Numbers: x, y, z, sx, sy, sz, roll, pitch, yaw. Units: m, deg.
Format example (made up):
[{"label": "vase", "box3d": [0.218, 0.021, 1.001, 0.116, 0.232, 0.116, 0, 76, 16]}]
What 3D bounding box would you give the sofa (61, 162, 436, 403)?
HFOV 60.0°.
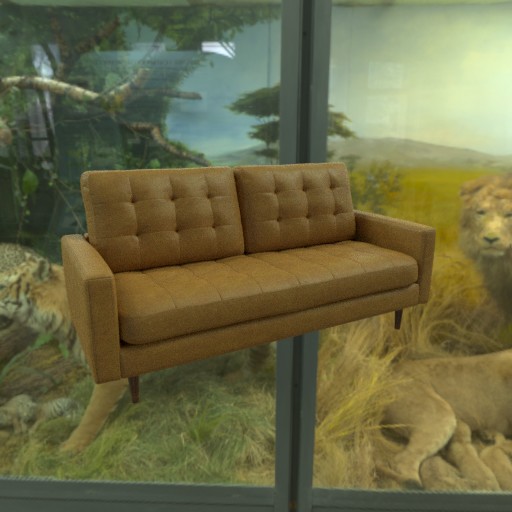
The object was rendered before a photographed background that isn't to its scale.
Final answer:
[{"label": "sofa", "box3d": [0.000, 0.000, 2.324, 1.821, 0.898, 0.850, -8, 17, -28]}]
